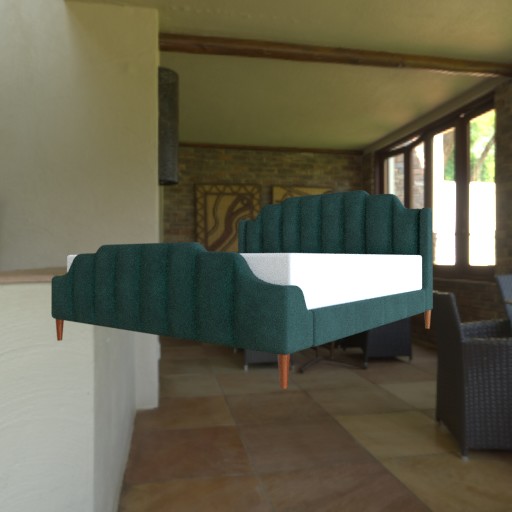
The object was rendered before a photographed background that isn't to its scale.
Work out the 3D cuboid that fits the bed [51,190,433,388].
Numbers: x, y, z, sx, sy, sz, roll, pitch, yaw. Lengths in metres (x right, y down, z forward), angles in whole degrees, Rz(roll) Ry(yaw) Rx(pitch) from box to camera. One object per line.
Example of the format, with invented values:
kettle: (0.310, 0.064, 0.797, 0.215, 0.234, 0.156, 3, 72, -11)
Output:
bed: (0.000, 0.000, 3.534, 2.074, 1.245, 2.340, 0, 0, 37)
